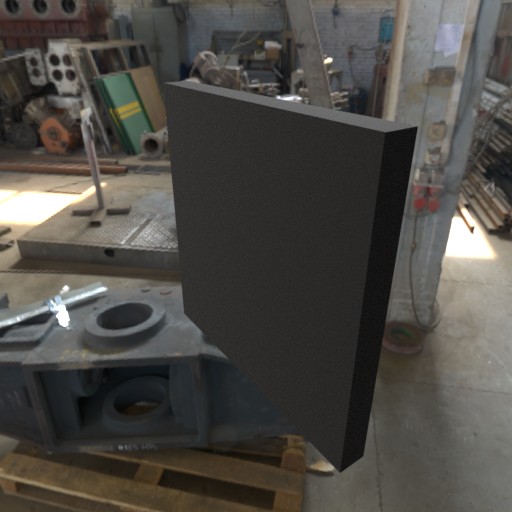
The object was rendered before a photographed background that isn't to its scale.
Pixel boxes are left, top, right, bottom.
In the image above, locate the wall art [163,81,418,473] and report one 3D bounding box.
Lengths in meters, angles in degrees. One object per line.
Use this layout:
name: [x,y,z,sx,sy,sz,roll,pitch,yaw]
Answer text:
wall art: [0.000,0.000,0.451,0.030,0.305,0.308,-18,33,-31]
